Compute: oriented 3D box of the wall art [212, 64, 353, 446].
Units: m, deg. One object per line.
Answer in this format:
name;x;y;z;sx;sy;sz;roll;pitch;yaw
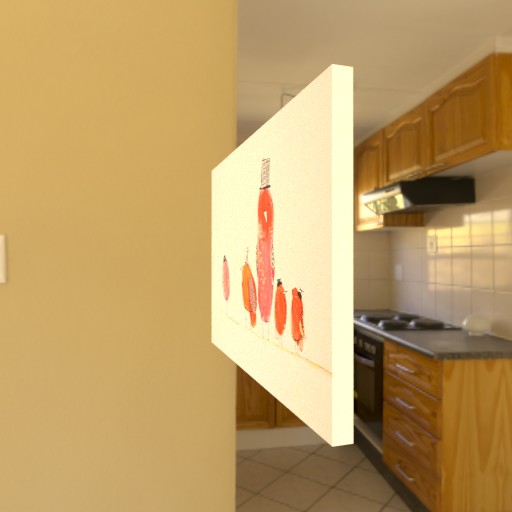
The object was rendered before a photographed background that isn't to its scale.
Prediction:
wall art;0.000;0.000;1.146;0.038;0.609;0.914;0;0;-18
